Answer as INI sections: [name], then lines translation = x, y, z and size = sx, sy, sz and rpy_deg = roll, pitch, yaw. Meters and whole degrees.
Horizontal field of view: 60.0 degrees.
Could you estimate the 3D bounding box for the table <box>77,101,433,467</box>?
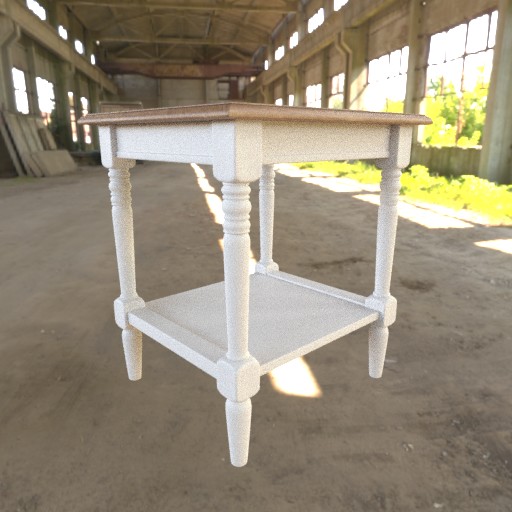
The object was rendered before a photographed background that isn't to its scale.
[table]
translation = 0.000, 0.000, 0.921
size = 0.508, 0.561, 0.457
rpy_deg = -13, 20, -41
